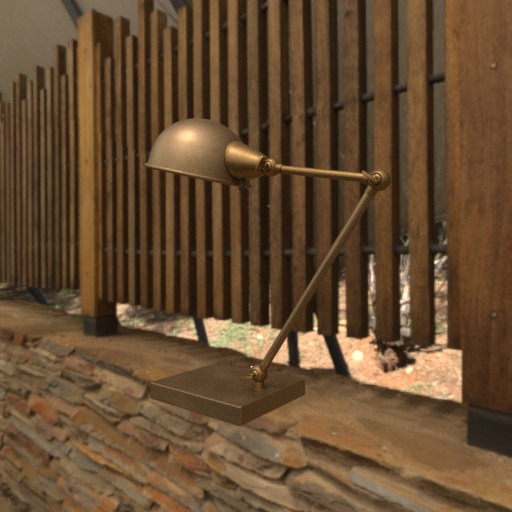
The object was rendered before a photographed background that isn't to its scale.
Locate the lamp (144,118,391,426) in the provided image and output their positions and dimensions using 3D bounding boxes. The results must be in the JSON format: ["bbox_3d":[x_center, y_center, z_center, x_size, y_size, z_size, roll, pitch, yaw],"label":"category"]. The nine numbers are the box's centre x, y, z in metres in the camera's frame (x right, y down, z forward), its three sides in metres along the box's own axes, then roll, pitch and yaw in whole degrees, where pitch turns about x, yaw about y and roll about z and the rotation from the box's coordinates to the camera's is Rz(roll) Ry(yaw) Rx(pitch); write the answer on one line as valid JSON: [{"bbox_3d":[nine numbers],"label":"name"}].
[{"bbox_3d":[0.000,0.000,0.551,0.339,0.371,0.149,0,1,38],"label":"lamp"}]
